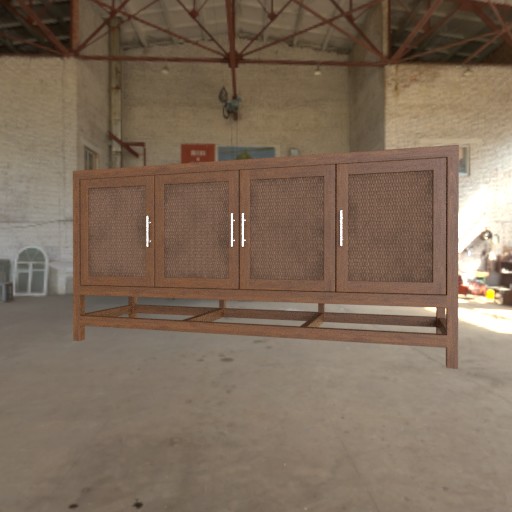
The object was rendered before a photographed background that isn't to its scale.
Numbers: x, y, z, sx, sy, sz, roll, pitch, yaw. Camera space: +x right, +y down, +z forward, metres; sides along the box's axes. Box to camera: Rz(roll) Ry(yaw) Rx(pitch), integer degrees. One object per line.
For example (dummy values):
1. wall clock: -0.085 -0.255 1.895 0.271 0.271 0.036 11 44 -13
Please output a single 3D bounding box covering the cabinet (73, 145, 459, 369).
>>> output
1. cabinet: 0.000 0.000 2.107 1.708 0.820 0.522 0 0 18
